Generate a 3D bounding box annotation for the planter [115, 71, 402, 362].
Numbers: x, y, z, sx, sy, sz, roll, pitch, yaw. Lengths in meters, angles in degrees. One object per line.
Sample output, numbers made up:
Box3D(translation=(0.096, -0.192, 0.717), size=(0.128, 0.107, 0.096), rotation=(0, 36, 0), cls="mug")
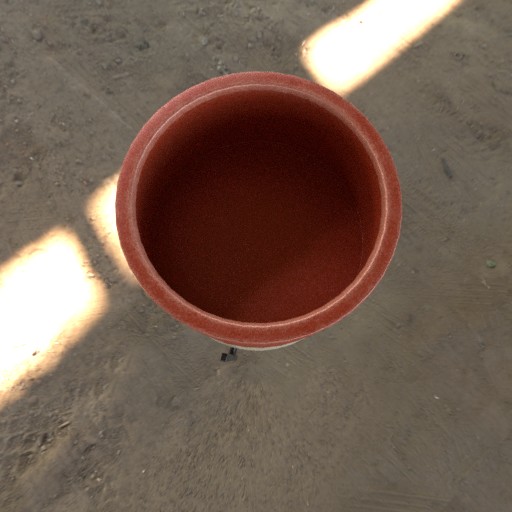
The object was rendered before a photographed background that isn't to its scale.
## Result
Box3D(translation=(0.000, 0.000, 0.527), size=(0.235, 0.354, 0.251), rotation=(15, 78, 3), cls="planter")
